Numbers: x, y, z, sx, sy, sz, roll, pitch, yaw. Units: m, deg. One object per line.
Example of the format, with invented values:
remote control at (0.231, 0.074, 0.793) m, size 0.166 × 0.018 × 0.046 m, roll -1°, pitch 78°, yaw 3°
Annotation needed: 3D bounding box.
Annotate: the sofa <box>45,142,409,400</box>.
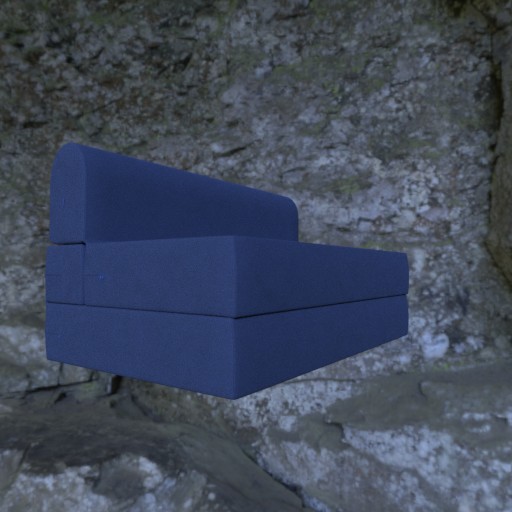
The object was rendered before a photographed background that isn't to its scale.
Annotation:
sofa at (0.000, 0.000, 1.646) m, size 0.762 × 0.660 × 1.219 m, roll -1°, pitch -2°, yaw 36°
